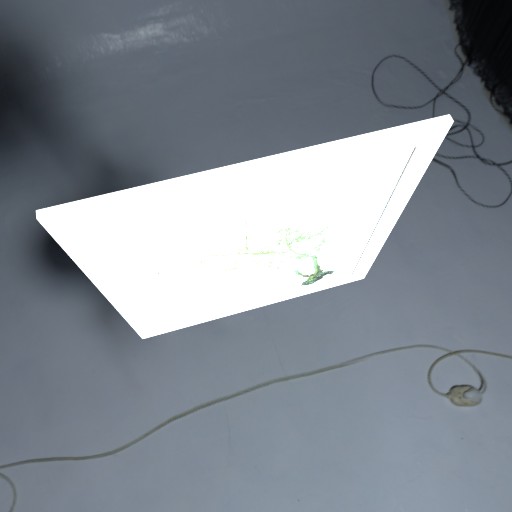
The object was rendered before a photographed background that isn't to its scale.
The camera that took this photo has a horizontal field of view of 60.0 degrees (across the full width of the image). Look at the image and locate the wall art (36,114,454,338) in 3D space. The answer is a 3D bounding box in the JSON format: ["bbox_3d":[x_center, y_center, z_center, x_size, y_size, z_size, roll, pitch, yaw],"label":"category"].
[{"bbox_3d":[0.000,0.000,0.868,0.584,0.584,0.013,-15,65,-7],"label":"wall art"}]
